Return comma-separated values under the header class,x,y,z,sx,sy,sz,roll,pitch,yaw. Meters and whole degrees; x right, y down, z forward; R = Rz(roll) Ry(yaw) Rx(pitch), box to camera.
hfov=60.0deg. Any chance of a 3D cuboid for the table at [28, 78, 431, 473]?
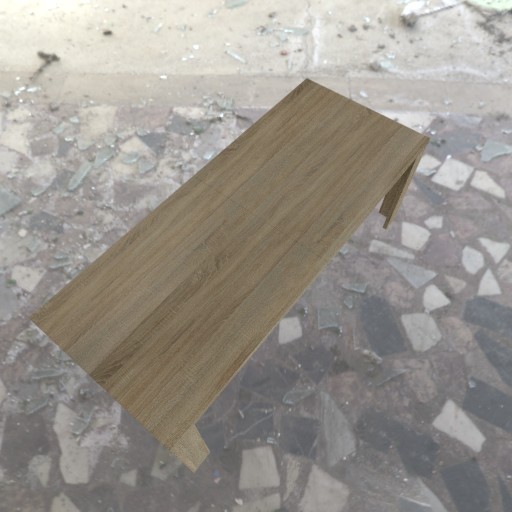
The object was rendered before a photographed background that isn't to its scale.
class,x,y,z,sx,sy,sz,roll,pitch,yaw
table,0.000,0.000,2.661,0.900,0.790,2.200,34,64,19
